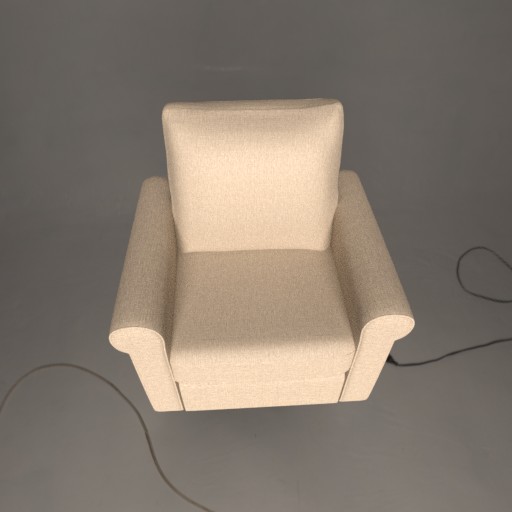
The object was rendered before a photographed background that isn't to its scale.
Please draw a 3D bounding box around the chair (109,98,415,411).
[{"bbox_3d":[0.000,0.000,2.329,1.275,1.349,1.180,-2,46,-2],"label":"chair"}]
